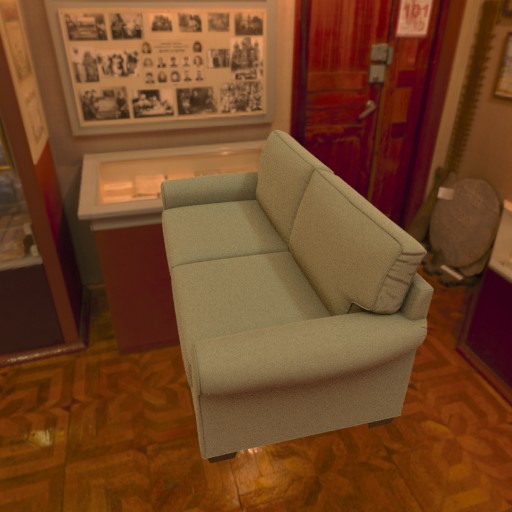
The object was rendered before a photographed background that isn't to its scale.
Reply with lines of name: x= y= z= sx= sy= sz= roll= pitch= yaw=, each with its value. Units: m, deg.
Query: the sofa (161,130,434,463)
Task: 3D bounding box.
sofa: x=0.000 y=0.000 z=2.418 sx=0.940 sy=0.952 sz=1.930 roll=-7 pitch=31 yaw=-12
